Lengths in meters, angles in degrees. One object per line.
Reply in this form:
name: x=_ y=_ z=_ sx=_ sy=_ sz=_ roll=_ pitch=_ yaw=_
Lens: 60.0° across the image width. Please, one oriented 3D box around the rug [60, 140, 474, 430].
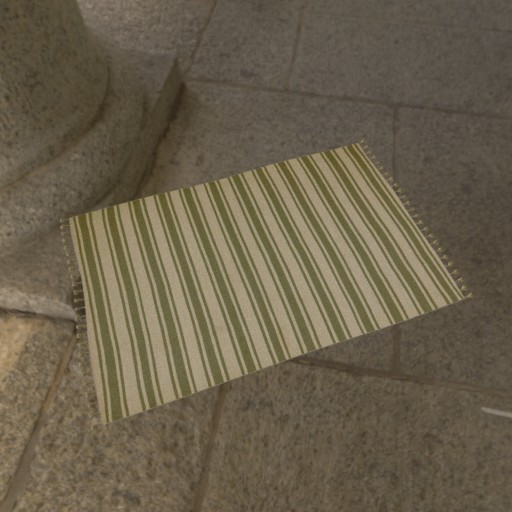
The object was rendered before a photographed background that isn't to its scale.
rug: x=0.000 y=0.000 z=2.292 sx=1.875 sy=0.013 sz=1.162 roll=-17 pitch=59 yaw=-10
